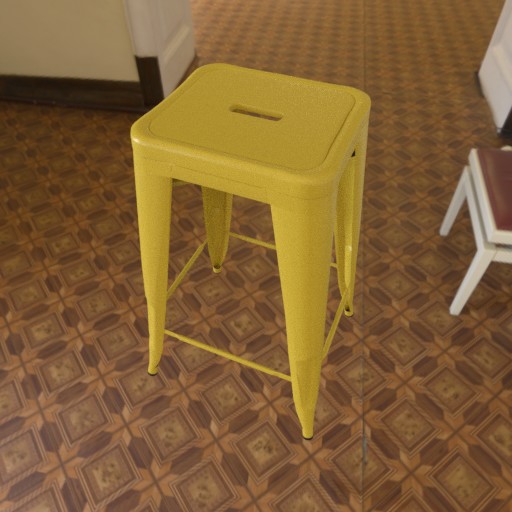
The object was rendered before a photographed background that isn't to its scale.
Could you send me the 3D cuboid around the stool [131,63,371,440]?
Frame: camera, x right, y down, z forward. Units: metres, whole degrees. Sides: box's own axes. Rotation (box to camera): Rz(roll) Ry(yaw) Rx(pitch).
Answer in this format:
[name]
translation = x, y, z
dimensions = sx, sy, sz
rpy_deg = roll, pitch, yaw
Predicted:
[stool]
translation = 0.000, 0.000, 0.854
dimensions = 0.399, 0.609, 0.359
rpy_deg = 17, 49, 15
